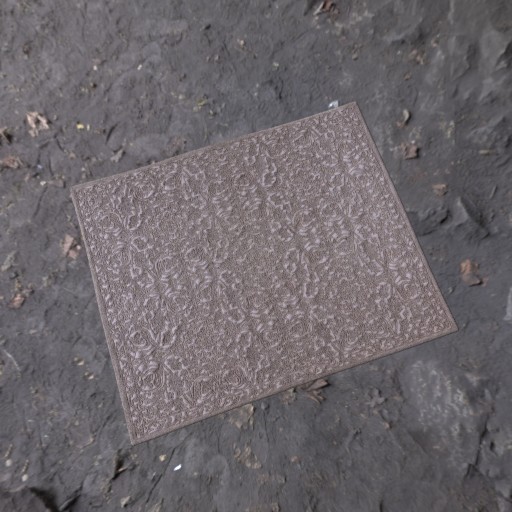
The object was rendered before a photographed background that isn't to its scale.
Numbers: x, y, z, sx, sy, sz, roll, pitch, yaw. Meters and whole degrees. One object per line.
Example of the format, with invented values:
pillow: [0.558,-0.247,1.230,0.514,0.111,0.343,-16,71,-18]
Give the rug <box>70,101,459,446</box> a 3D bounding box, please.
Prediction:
rug: [0.000,0.000,4.137,3.017,0.035,2.472,-18,76,-5]
